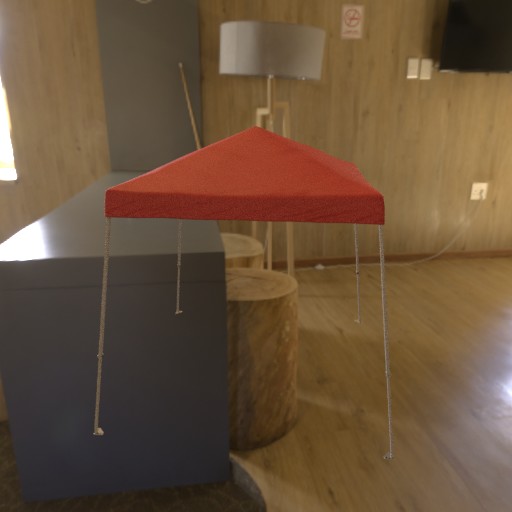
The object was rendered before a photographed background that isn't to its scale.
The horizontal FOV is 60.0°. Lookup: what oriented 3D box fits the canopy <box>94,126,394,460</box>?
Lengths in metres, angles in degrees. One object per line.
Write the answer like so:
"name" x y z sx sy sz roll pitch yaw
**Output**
"canopy" 0.000 0.000 6.401 3.600 3.600 3.599 2 18 6
